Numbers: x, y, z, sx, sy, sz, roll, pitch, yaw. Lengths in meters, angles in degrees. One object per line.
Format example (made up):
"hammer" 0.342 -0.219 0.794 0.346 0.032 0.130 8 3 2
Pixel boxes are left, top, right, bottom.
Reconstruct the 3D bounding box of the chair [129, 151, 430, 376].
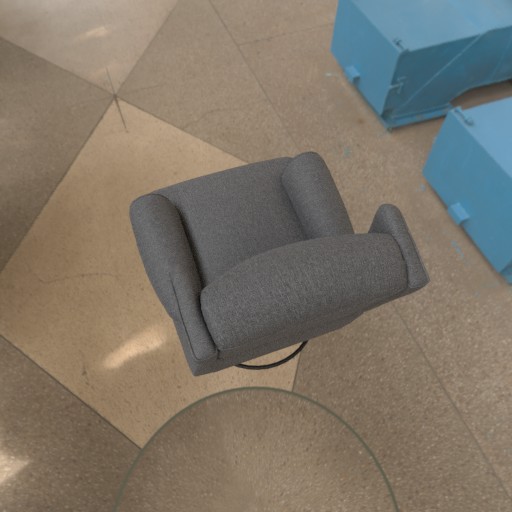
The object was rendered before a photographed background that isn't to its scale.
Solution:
"chair" 0.000 0.000 1.729 0.847 1.011 0.969 -17 59 -10
